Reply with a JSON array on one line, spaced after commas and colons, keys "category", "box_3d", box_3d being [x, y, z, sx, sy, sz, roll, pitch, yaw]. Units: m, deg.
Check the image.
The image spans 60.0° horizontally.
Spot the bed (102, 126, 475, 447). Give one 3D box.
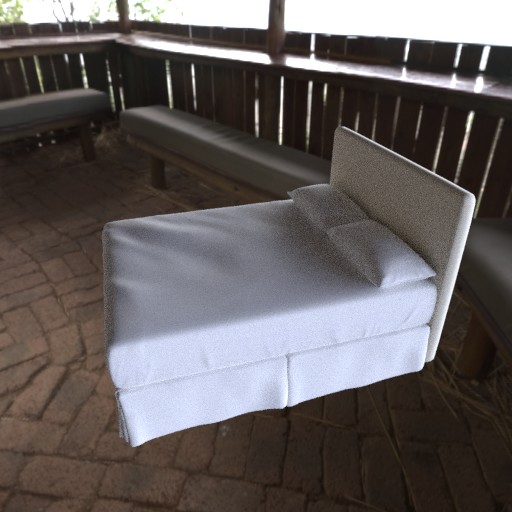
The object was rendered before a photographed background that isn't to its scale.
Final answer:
[{"category": "bed", "box_3d": [0.000, 0.000, 3.193, 2.147, 1.330, 1.714, -9, 31, -15]}]
